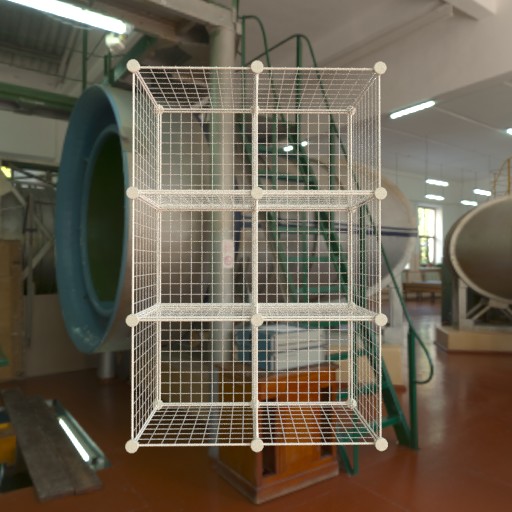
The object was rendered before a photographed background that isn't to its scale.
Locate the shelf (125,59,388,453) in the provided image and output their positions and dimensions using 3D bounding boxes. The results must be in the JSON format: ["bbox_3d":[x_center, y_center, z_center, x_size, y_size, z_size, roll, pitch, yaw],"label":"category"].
[{"bbox_3d":[0.000,0.000,1.385,0.711,1.067,0.356,0,-1,-1],"label":"shelf"}]
